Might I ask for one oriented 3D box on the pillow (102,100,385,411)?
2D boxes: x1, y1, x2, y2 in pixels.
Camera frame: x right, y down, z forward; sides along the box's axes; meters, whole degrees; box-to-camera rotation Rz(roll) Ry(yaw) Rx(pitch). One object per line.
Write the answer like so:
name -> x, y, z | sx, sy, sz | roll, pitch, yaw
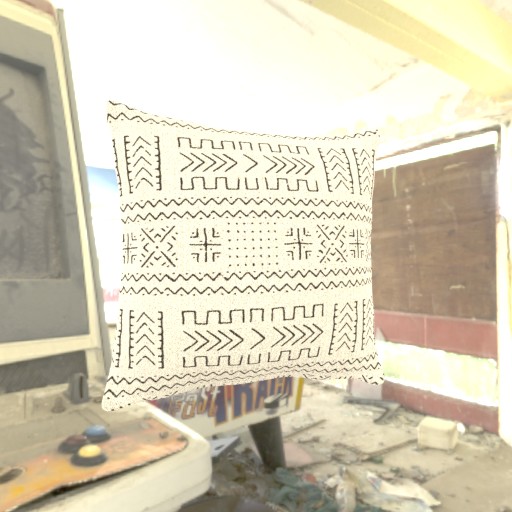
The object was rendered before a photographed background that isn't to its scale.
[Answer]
pillow -> 0.000, 0.000, 0.671 | 0.438, 0.430, 0.164 | 0, -1, -16
